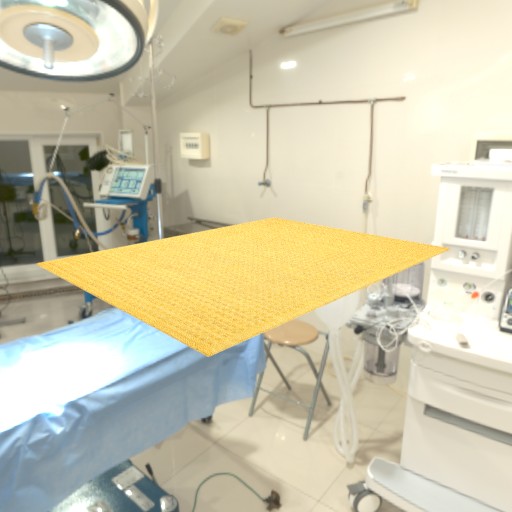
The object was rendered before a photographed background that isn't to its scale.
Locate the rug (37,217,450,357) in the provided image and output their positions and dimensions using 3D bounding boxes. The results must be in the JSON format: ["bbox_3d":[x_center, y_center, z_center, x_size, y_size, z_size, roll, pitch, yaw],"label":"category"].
[{"bbox_3d":[0.000,0.000,4.356,2.486,0.015,3.242,15,21,43],"label":"rug"}]
